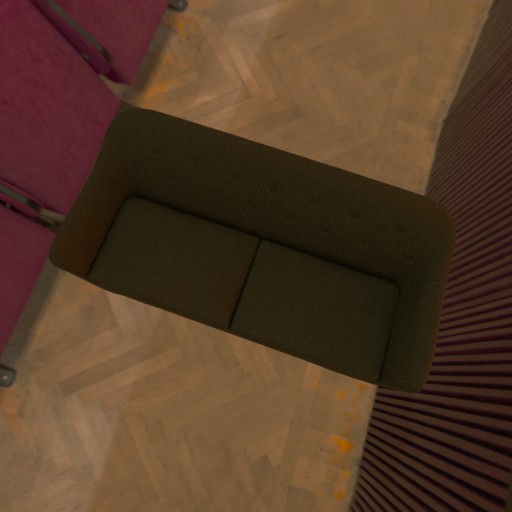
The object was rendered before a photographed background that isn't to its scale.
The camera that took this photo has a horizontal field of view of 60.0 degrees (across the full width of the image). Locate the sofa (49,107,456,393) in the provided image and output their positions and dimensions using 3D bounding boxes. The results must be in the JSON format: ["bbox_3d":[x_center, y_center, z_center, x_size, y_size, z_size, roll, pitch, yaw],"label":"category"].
[{"bbox_3d":[0.000,0.000,2.275,1.840,0.836,0.820,19,76,5],"label":"sofa"}]
